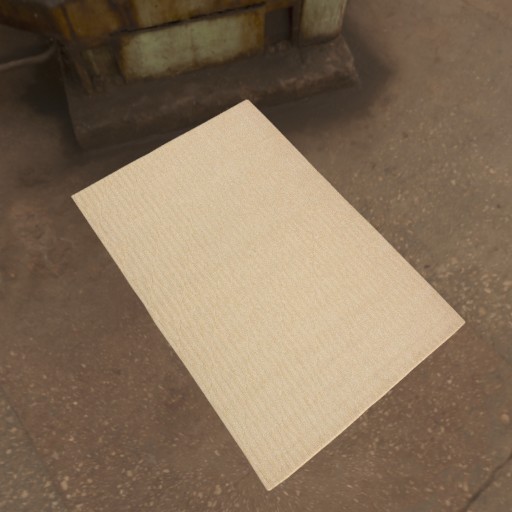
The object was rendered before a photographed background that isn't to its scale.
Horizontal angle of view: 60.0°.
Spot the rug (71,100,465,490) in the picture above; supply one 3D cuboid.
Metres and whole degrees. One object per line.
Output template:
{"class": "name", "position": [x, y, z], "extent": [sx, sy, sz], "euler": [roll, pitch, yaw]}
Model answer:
{"class": "rug", "position": [0.000, 0.000, 2.346], "extent": [1.238, 0.014, 1.848], "euler": [-34, 69, -15]}
